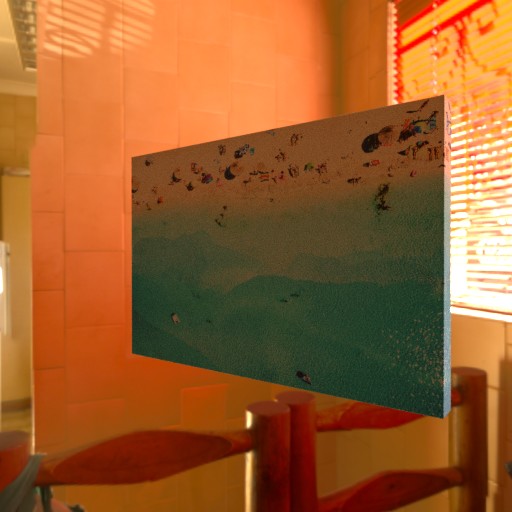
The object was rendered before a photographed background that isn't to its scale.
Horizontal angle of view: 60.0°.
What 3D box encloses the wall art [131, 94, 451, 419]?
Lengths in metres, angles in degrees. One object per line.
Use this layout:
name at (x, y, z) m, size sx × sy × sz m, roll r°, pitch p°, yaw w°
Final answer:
wall art at (0.000, 0.000, 0.748) m, size 0.609 × 0.406 × 0.039 m, roll 0°, pitch 0°, yaw 36°
